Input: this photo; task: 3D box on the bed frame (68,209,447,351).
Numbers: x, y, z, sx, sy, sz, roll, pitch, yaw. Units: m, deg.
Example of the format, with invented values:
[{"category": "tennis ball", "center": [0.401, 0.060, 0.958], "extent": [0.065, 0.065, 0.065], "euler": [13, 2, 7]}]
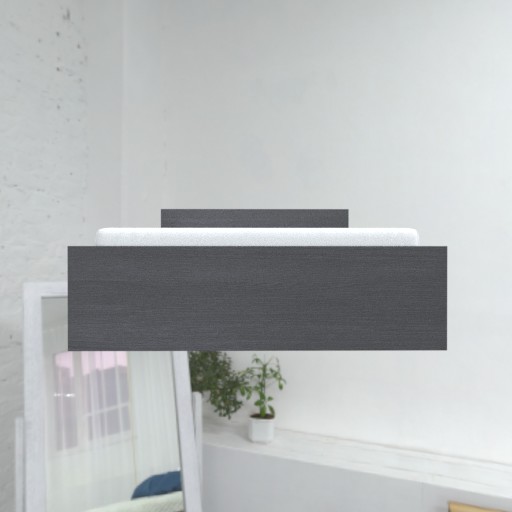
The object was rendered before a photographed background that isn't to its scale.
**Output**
[{"category": "bed frame", "center": [0.000, 0.000, 2.872], "extent": [1.622, 0.800, 1.960], "euler": [0, 0, -1]}]
